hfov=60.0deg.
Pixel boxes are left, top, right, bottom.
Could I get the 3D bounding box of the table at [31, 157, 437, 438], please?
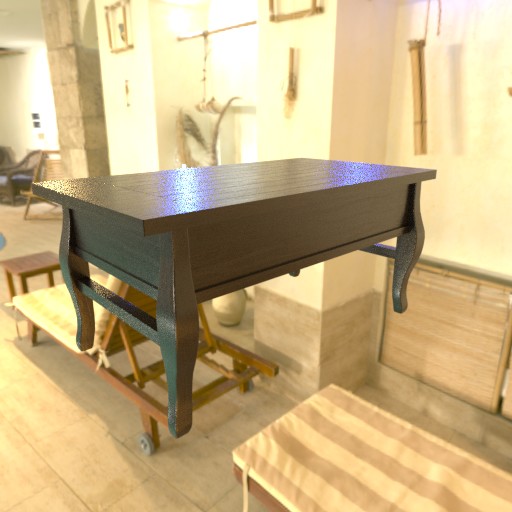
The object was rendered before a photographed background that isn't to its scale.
[{"bbox_3d":[0.000,0.000,1.372,1.062,0.494,0.600,-16,23,-40],"label":"table"}]
